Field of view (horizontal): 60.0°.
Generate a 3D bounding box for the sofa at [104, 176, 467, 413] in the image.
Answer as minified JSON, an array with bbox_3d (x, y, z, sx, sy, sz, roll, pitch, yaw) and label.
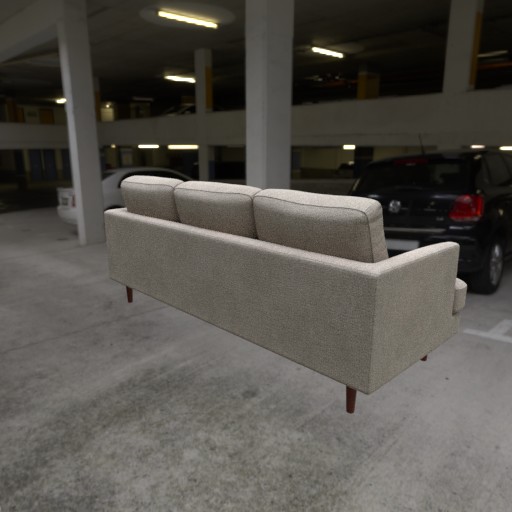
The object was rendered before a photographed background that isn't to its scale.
[{"bbox_3d":[0.000,0.000,2.753,0.903,0.930,2.246,-13,19,-42],"label":"sofa"}]
